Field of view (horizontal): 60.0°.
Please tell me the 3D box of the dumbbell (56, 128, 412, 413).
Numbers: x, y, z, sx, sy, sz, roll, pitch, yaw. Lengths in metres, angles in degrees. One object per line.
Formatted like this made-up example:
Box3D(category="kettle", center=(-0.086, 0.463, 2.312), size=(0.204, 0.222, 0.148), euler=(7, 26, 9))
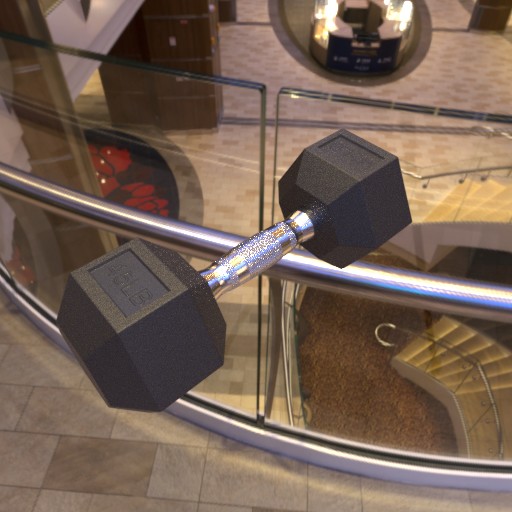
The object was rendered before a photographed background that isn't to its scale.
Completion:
Box3D(category="dumbbell", center=(0.000, 0.000, 0.424), size=(0.356, 0.123, 0.141), euler=(-33, 55, -27))
